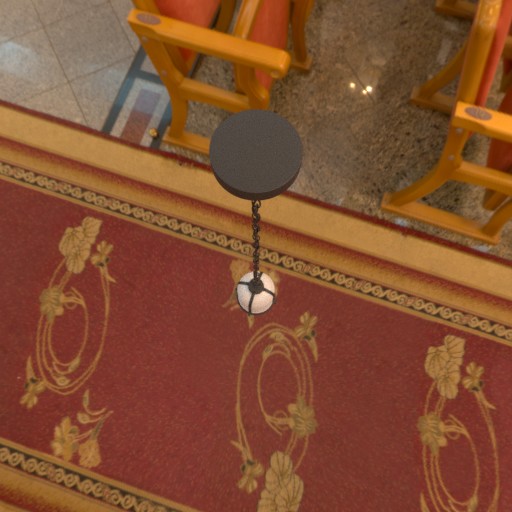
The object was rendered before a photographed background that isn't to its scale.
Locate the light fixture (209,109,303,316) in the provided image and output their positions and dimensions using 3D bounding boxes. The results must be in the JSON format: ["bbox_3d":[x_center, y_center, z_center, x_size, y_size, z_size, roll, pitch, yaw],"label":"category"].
[{"bbox_3d":[0.000,0.000,1.251,0.178,1.181,0.178,18,75,5],"label":"light fixture"}]
